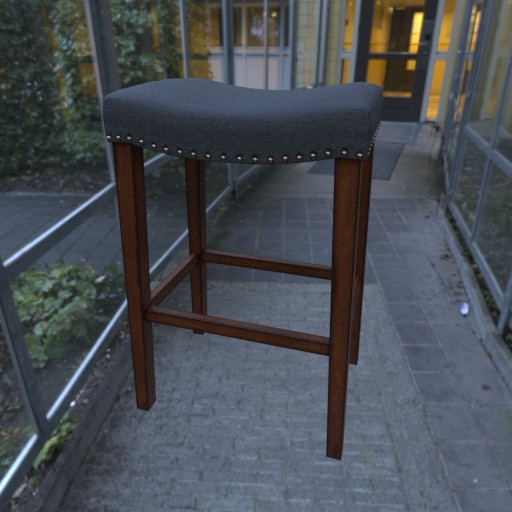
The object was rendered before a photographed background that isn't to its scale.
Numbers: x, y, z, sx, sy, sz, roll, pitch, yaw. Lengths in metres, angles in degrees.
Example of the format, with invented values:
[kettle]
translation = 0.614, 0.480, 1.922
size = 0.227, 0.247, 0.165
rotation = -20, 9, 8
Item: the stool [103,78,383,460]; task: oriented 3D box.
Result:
[stool]
translation = 0.000, 0.000, 1.022
size = 0.502, 0.748, 0.366
rotation = 8, 27, 16
